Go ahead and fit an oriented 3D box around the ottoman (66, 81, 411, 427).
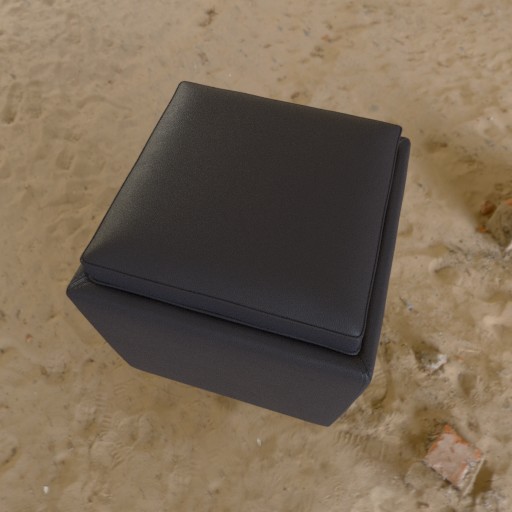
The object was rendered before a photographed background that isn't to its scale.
[{"bbox_3d":[0.000,0.000,0.826,0.451,0.460,0.450,14,61,8],"label":"ottoman"}]
